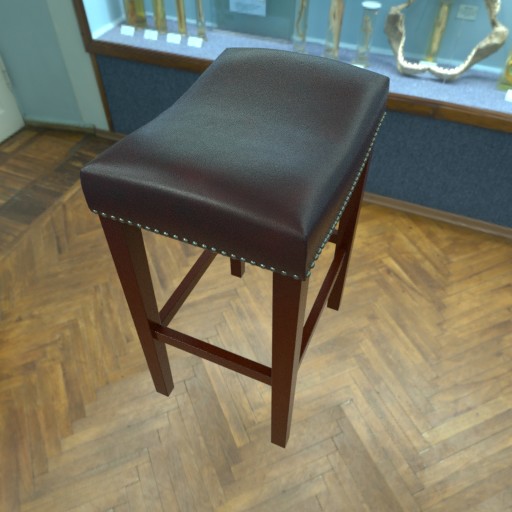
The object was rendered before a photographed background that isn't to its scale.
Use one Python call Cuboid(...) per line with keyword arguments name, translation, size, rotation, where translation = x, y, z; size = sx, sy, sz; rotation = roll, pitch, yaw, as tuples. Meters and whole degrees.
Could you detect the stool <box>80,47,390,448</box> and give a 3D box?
Cuboid(name="stool", translation=(0.000, 0.000, 1.004), size=(0.372, 0.742, 0.504), rotation=(18, 49, 16))
